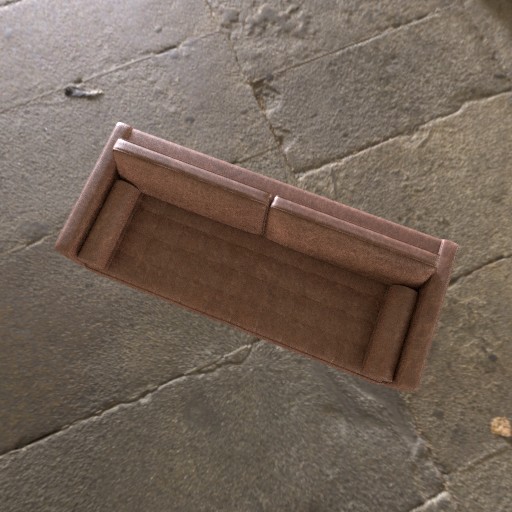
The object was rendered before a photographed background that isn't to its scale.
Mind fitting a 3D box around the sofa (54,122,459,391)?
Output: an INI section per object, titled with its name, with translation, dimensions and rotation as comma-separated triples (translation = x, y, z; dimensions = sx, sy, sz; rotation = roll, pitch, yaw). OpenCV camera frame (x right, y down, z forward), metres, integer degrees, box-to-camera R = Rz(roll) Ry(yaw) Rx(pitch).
[sofa]
translation = 0.000, 0.000, 2.748
dimensions = 2.210, 0.762, 0.914
rotation = 21, 77, 5
